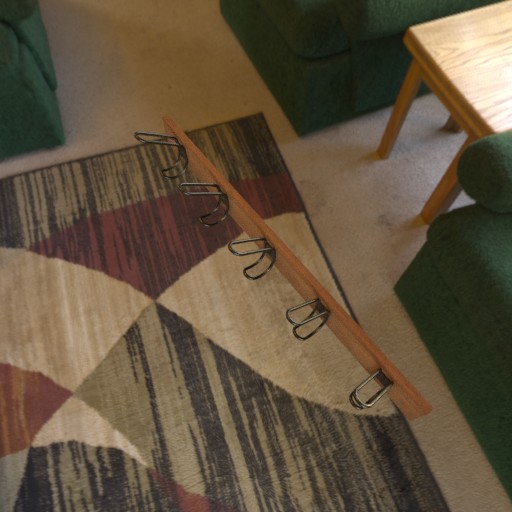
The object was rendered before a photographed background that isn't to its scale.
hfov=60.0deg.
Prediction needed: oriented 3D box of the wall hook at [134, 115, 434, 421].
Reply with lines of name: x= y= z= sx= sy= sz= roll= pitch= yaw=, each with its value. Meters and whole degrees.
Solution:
wall hook: x=0.000 y=0.000 z=0.593 sx=0.076 sy=0.116 sz=0.554 roll=-34 pitch=68 yaw=-16
